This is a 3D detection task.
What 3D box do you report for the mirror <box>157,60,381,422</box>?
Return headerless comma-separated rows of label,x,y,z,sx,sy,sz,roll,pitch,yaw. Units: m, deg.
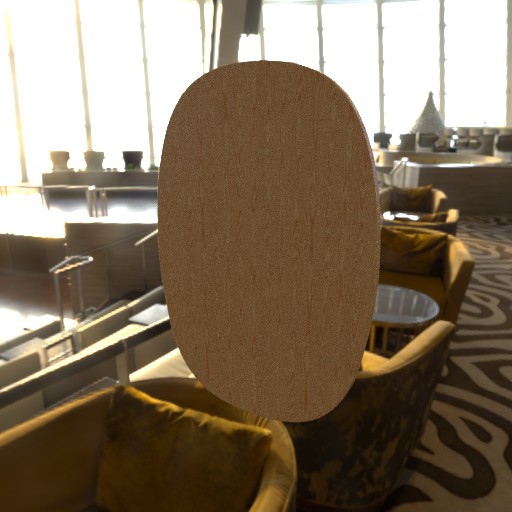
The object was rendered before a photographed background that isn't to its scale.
mirror,0.000,0.000,1.324,0.724,1.075,0.037,9,18,28
